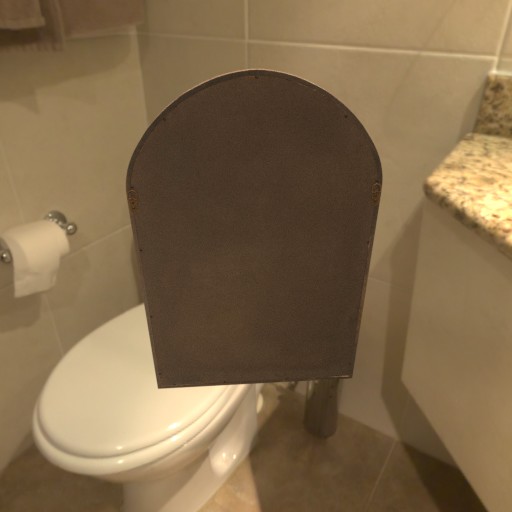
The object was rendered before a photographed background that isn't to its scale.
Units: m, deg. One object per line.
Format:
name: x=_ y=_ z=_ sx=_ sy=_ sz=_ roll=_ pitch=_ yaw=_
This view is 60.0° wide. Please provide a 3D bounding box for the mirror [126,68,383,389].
mirror: x=0.000 y=0.000 z=1.164 sx=0.609 sy=0.915 sz=0.032 roll=-2 pitch=31 yaw=-3
